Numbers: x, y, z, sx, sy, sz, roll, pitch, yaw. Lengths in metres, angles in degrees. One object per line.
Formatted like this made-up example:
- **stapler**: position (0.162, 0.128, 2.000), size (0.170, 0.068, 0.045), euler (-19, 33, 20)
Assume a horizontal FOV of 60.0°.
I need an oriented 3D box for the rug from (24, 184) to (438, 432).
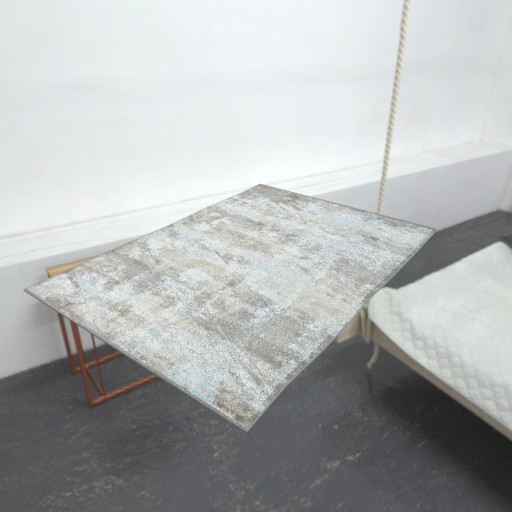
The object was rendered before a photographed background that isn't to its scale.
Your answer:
- **rug**: position (0.000, 0.000, 4.238), size (2.393, 0.013, 3.307), euler (20, 35, 32)
